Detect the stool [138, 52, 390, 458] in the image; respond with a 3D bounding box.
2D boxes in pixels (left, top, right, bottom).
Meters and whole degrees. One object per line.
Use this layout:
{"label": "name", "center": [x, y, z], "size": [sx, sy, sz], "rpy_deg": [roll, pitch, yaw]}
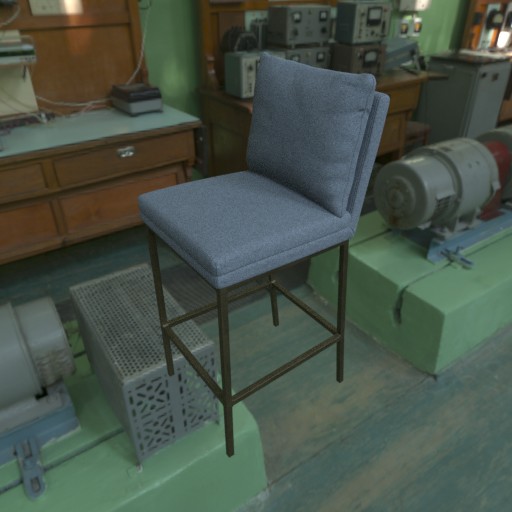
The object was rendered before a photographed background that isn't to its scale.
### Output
{"label": "stool", "center": [0.000, 0.000, 1.424], "size": [0.569, 1.130, 0.463], "rpy_deg": [-21, 38, -30]}
